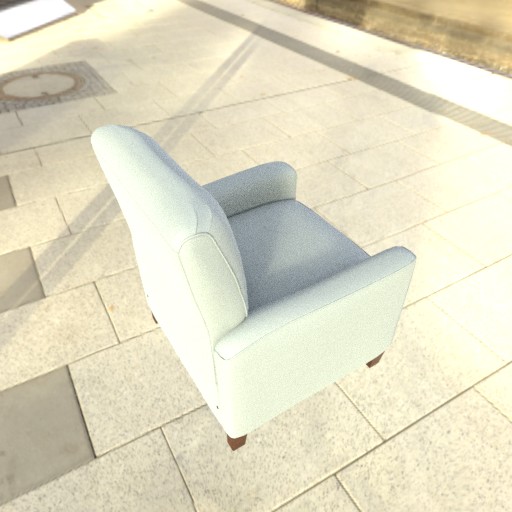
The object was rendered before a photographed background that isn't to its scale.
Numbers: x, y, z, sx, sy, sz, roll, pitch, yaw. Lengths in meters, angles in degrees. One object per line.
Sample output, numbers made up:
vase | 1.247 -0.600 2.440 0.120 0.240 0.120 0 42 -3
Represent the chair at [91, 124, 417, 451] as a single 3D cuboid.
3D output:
chair | 0.000 0.000 1.658 0.846 1.007 0.853 -22 45 -24
